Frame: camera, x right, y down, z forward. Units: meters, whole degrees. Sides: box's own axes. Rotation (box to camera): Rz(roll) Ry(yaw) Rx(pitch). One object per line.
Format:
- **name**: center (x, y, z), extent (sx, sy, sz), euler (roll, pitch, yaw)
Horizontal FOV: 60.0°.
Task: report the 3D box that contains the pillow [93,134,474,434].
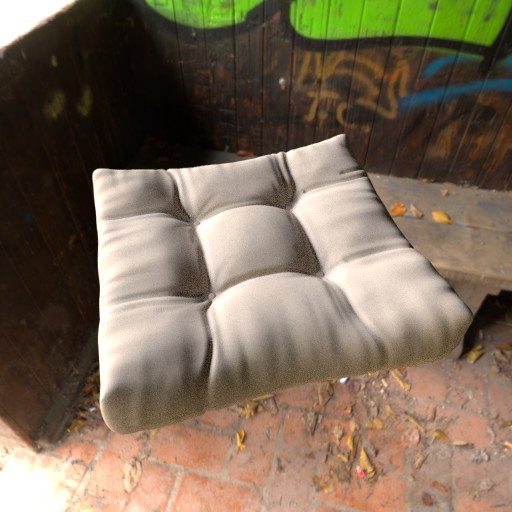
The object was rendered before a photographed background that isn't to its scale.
- **pillow**: center (0.000, 0.000, 0.709), extent (0.490, 0.128, 0.468), euler (-11, 48, -10)
